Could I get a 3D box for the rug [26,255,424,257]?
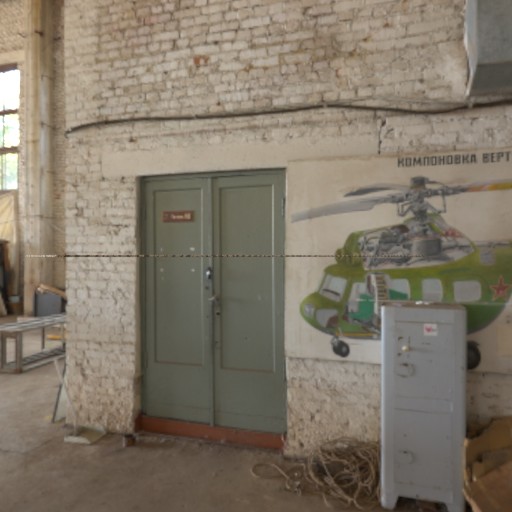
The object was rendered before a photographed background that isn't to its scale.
[{"bbox_3d":[0.000,0.000,2.542,2.277,0.008,0.676,0,0,-36],"label":"rug"}]
